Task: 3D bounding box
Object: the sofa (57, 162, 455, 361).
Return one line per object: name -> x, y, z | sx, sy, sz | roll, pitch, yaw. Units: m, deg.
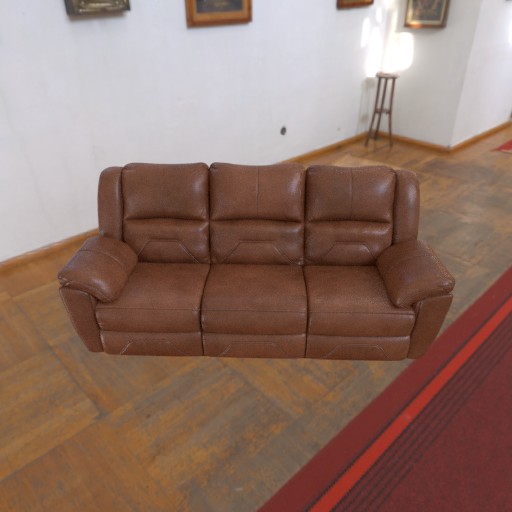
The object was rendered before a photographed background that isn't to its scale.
sofa -> 0.000, 0.000, 2.982 | 2.337, 1.043, 0.991 | 1, 31, 1
